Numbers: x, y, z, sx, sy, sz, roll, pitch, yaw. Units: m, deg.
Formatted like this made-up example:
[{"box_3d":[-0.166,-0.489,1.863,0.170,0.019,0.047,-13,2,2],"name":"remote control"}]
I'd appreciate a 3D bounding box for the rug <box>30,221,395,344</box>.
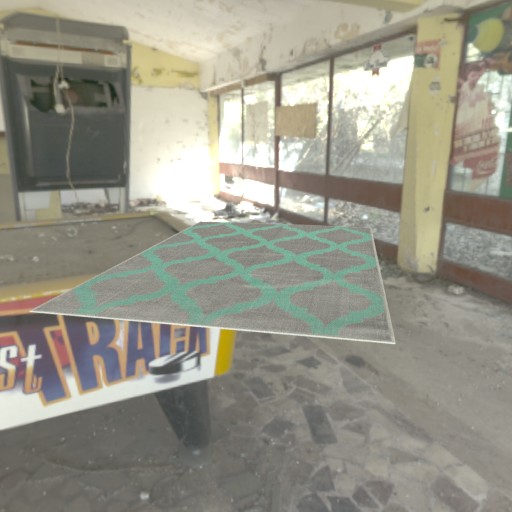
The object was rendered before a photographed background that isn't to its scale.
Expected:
[{"box_3d":[0.000,0.000,2.851,1.524,0.006,2.286,3,15,12],"name":"rug"}]
